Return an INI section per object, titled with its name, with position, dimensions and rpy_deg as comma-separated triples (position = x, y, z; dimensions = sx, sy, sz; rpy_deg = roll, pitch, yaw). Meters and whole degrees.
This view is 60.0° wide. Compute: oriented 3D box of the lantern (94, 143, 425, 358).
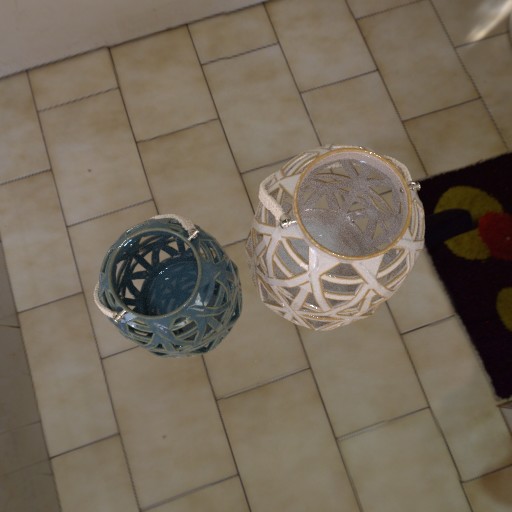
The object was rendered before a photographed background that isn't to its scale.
[lantern]
position = 0.000, 0.000, 0.610
dimensions = 0.439, 0.307, 0.245
rpy_deg = -16, 77, -4
